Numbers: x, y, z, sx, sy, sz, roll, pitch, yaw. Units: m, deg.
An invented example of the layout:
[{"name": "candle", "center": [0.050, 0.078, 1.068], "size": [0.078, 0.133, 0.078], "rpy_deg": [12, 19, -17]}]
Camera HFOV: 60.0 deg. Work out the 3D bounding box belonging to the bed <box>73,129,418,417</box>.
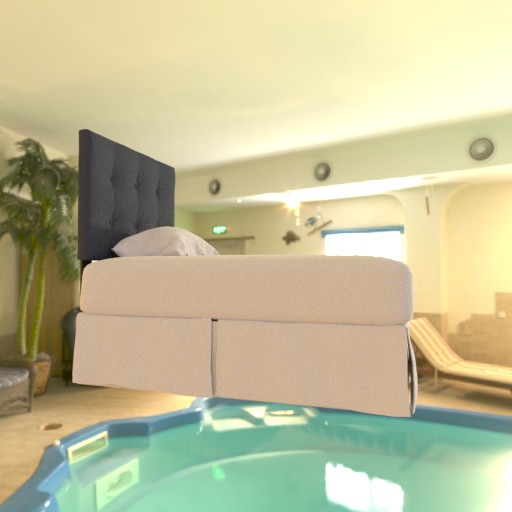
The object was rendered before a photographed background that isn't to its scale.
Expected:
[{"name": "bed", "center": [0.000, 0.000, 2.971], "size": [1.997, 1.571, 1.261], "rpy_deg": [0, -2, 18]}]
